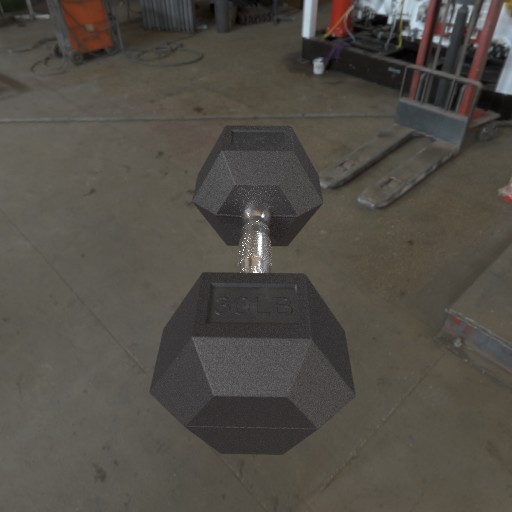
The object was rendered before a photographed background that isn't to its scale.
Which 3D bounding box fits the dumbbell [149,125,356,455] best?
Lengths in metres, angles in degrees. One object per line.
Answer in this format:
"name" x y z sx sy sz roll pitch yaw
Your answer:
"dumbbell" 0.000 0.000 0.412 0.142 0.123 0.337 1 41 1
